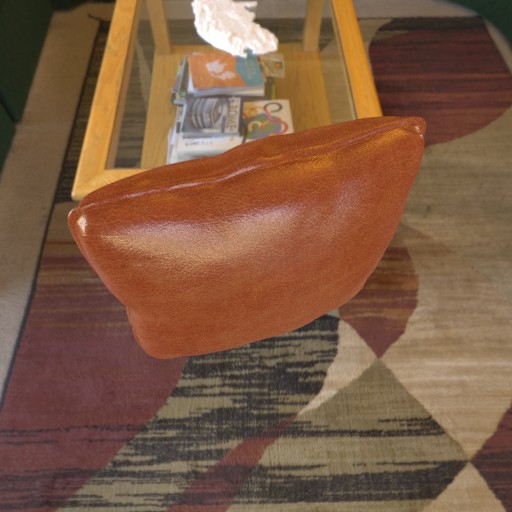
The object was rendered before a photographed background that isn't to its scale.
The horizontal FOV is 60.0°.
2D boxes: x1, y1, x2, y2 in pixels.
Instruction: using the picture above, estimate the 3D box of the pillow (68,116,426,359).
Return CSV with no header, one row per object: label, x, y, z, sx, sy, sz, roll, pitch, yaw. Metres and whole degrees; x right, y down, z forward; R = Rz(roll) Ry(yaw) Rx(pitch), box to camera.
pillow,0.000,0.000,0.811,0.532,0.523,0.236,-17,60,-10
